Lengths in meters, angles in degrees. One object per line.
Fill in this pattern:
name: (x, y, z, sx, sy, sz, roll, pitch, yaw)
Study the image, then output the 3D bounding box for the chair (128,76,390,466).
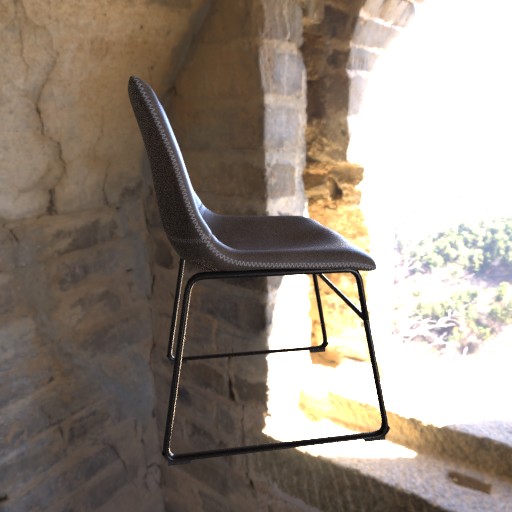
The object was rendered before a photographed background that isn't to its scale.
chair: (0.000, 0.000, 1.087, 0.550, 0.780, 0.460, -3, 16, -9)
